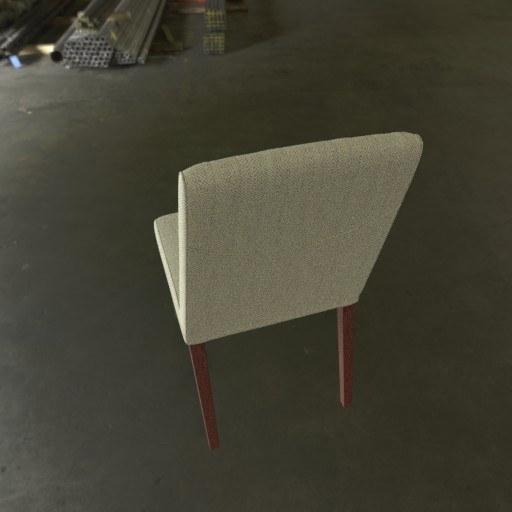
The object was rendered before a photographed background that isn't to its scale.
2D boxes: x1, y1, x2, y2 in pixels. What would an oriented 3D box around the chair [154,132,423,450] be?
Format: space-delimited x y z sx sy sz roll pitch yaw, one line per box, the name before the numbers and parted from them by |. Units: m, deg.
chair | 0.000 0.000 1.191 0.480 0.900 0.594 -12 42 -14
